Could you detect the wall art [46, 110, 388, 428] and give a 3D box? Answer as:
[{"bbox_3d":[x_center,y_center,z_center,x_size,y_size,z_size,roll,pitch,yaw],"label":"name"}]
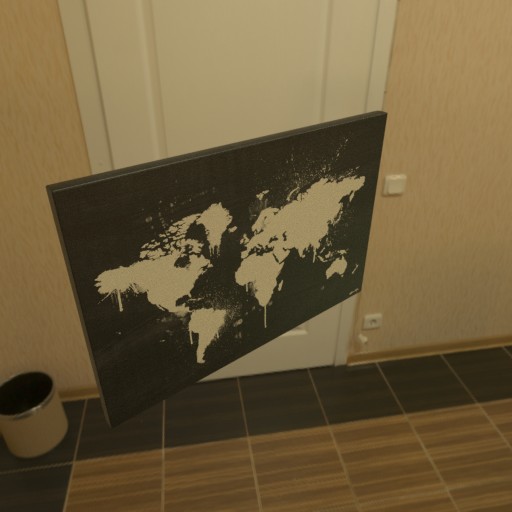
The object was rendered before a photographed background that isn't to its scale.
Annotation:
[{"bbox_3d":[0.000,0.000,1.160,0.912,0.612,0.038,-22,37,-32],"label":"wall art"}]
